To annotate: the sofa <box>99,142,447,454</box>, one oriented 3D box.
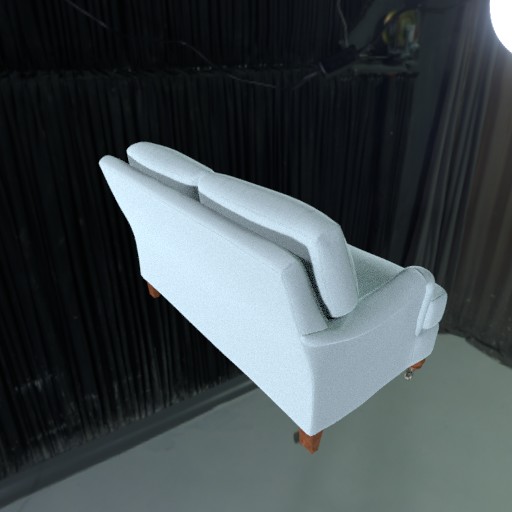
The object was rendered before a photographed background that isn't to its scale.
[{"bbox_3d":[0.000,0.000,2.540,1.084,1.101,1.853,-18,32,-32],"label":"sofa"}]
